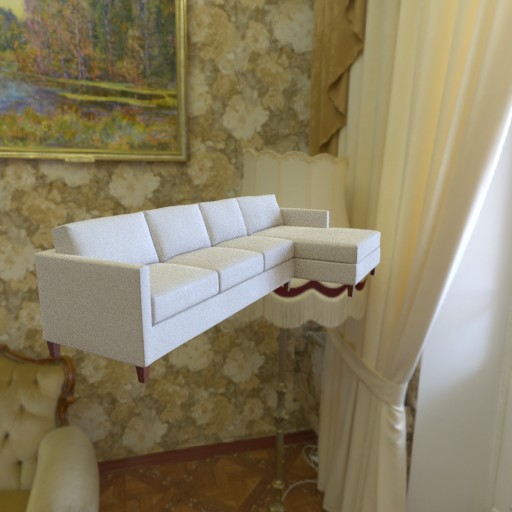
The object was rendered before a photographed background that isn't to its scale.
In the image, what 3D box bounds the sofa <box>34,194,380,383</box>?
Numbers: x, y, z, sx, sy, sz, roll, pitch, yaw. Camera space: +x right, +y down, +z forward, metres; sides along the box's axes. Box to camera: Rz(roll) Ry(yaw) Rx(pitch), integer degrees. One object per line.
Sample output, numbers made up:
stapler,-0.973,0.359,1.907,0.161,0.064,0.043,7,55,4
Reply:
sofa,0.000,0.000,4.138,1.599,0.954,3.471,6,13,27
